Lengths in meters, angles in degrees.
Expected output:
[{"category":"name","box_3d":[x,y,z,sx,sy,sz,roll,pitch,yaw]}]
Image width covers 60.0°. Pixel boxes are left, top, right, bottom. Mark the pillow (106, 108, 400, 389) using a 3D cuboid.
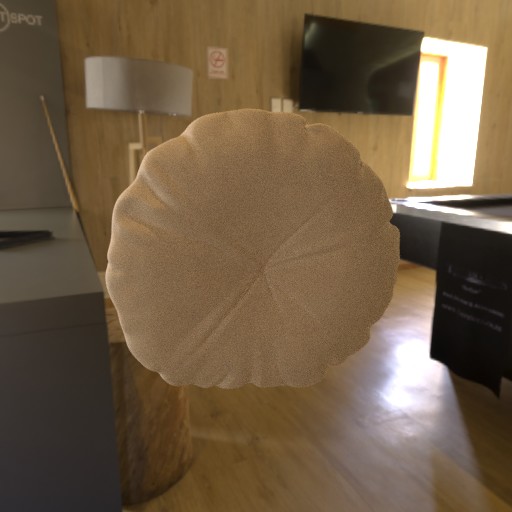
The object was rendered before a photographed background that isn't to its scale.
[{"category":"pillow","box_3d":[0.000,0.000,0.645,0.428,0.407,0.148,-2,14,-9]}]
